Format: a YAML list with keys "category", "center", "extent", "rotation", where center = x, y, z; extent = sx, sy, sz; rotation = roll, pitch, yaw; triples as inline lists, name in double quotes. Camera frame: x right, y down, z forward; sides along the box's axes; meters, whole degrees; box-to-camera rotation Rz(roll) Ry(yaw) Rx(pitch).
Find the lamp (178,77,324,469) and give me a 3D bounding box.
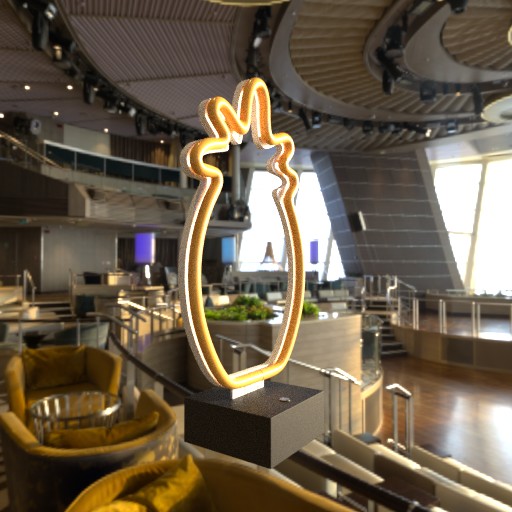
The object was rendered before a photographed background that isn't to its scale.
- category: "lamp"
  center: [0.000, 0.000, 0.391]
  extent: [0.088, 0.317, 0.167]
  rotation: [-1, -1, 35]
